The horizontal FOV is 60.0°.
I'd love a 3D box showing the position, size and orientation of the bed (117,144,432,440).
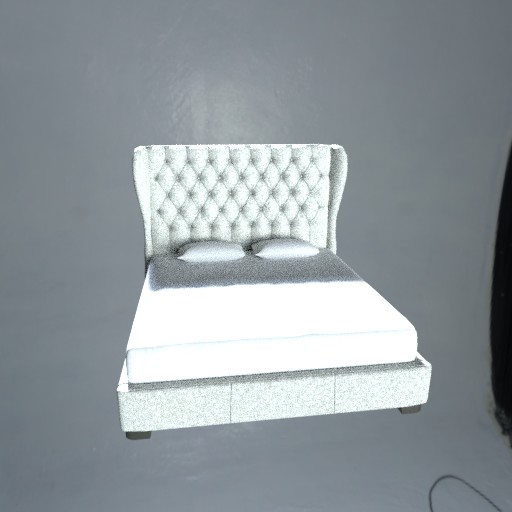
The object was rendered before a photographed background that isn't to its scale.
[{"bbox_3d":[0.000,0.000,3.872,2.219,1.771,2.347,-2,17,-8],"label":"bed"}]
